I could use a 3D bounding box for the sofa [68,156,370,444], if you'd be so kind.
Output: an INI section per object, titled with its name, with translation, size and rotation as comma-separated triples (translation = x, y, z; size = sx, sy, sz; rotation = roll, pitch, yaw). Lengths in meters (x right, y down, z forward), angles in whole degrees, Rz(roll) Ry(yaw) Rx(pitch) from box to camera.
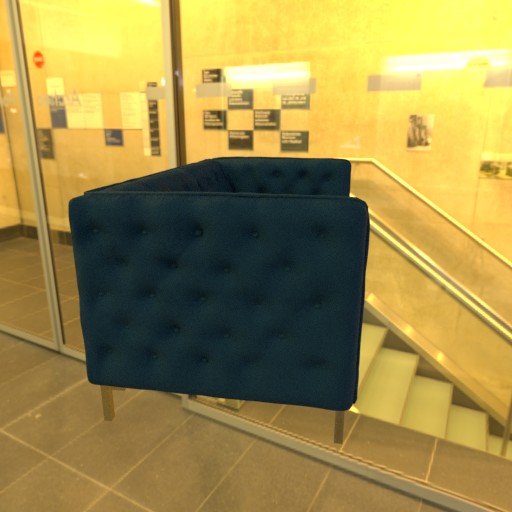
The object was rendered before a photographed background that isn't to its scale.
[sofa]
translation = 0.000, 0.000, 2.072
size = 0.909, 0.810, 1.583
rotation = 3, 17, 9
